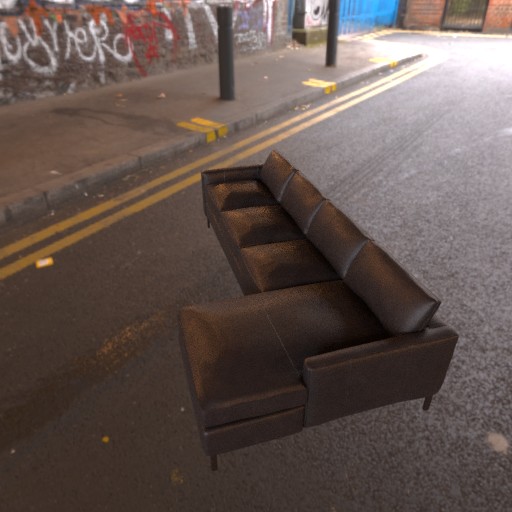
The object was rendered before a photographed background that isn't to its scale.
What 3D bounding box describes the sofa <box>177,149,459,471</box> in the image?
[{"bbox_3d":[0.000,0.000,3.597,1.471,0.859,2.993,-9,32,-14],"label":"sofa"}]
